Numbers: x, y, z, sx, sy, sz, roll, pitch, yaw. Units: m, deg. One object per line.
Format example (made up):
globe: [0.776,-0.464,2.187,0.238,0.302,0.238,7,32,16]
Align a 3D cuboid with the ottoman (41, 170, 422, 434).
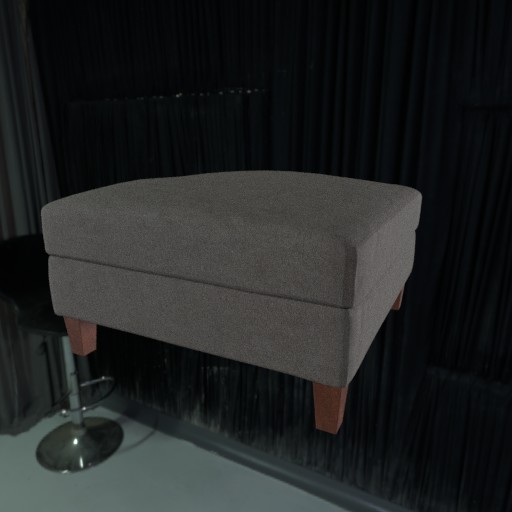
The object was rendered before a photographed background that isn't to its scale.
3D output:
ottoman: [0.000,0.000,1.384,0.861,0.482,0.881,8,18,26]
